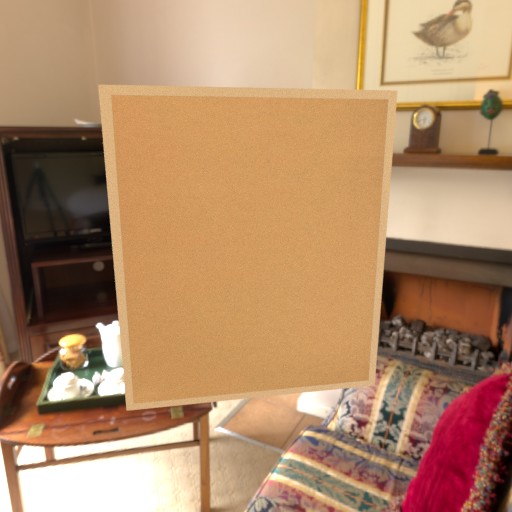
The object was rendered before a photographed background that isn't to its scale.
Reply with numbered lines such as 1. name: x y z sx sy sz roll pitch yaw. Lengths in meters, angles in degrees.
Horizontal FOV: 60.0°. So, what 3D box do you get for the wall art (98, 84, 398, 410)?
1. wall art: 0.000 0.000 0.782 0.482 0.557 0.012 -3 15 -10
